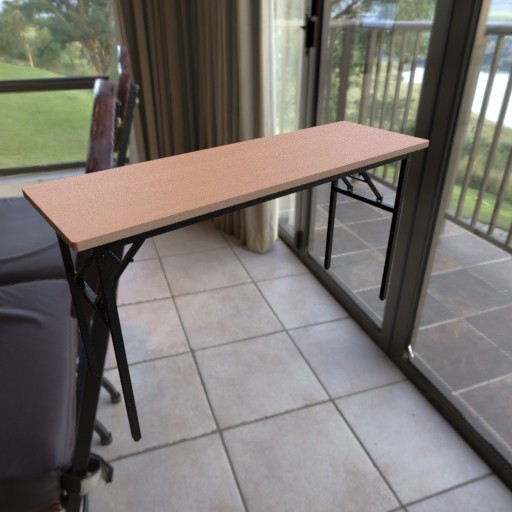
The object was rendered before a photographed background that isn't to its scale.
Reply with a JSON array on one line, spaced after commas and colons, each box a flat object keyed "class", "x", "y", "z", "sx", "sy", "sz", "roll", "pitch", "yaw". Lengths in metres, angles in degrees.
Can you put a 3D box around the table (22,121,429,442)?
[{"class": "table", "x": 0.000, "y": 0.000, "z": 1.701, "sx": 1.397, "sy": 0.750, "sz": 0.447, "roll": -21, "pitch": 36, "yaw": -33}]
